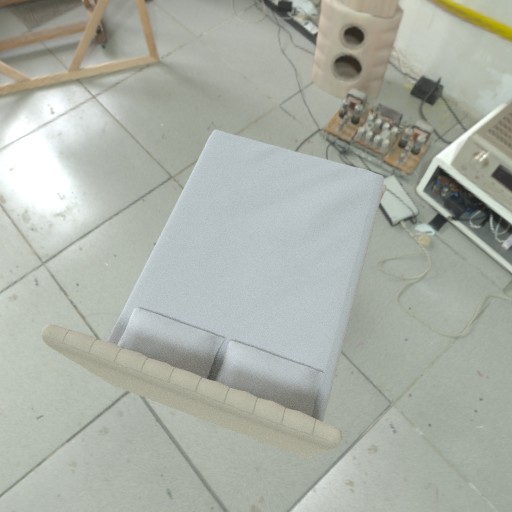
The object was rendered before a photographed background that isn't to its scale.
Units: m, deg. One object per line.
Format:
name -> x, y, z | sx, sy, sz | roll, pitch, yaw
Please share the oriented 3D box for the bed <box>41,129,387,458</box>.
bed -> 0.000, 0.000, 3.388 | 1.698, 1.427, 2.387 | 18, 66, 8
